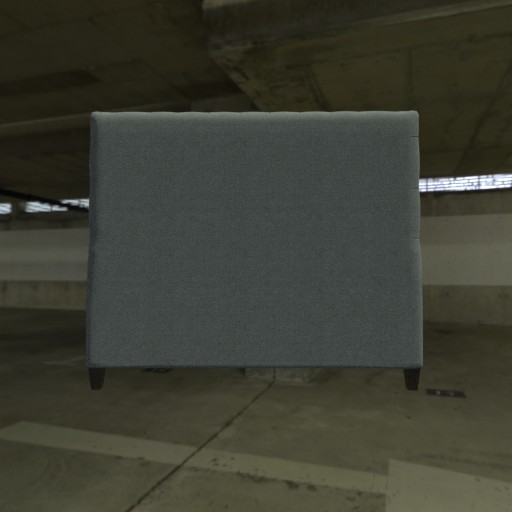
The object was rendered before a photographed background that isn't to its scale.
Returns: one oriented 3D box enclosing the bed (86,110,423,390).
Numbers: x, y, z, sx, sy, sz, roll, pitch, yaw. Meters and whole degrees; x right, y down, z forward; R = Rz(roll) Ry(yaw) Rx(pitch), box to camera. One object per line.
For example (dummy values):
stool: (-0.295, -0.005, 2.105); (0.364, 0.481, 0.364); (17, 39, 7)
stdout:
bed: (0.000, 0.000, 3.372); (1.698, 1.411, 2.335); (0, -2, 1)
